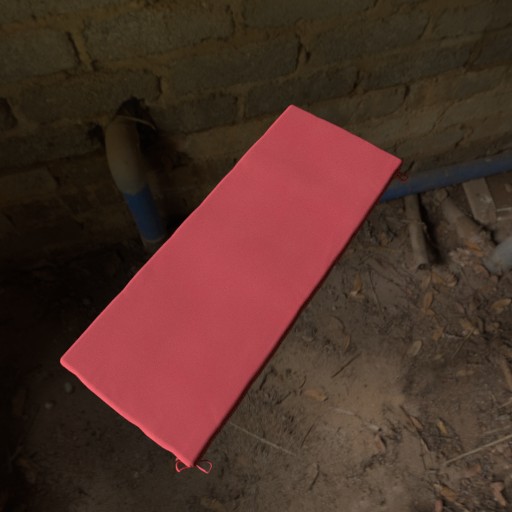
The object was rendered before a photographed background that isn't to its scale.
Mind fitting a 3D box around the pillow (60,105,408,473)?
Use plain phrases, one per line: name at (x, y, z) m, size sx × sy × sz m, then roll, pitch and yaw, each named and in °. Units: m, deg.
pillow at (0.000, 0.000, 1.350) m, size 0.492 × 0.081 × 1.187 m, roll 32°, pitch 67°, yaw 15°
